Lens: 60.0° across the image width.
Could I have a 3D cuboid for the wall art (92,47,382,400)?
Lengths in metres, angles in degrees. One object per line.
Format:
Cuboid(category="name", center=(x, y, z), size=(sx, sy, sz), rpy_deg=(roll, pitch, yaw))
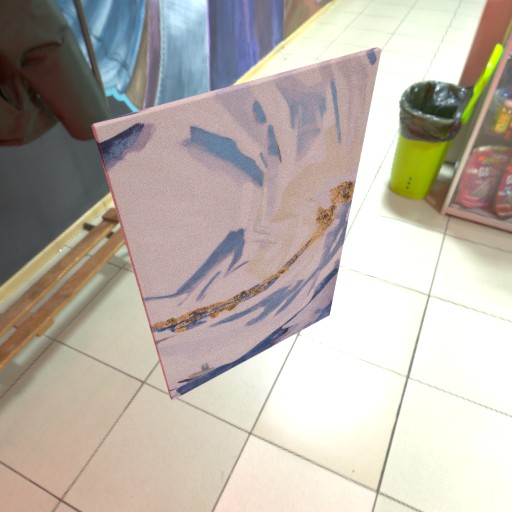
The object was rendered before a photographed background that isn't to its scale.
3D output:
Cuboid(category="wall art", center=(0.000, 0.000, 1.136), size=(0.610, 0.914, 0.016), rpy_deg=(-24, 50, -22))
